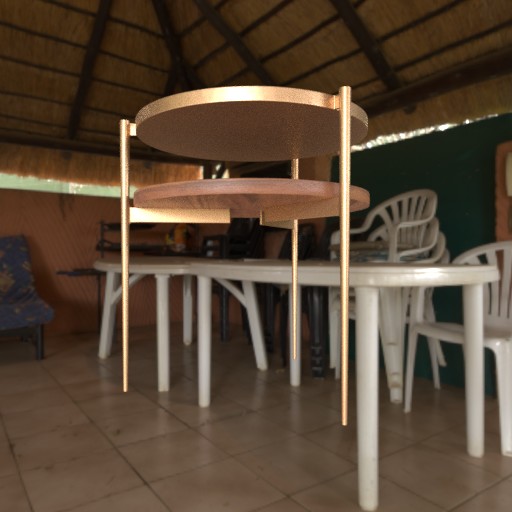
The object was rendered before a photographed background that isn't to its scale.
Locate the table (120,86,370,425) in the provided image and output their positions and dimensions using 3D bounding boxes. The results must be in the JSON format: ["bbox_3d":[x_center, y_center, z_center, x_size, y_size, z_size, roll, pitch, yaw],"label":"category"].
[{"bbox_3d":[0.000,0.000,0.826,0.430,0.493,0.456,0,1,-36],"label":"table"}]
